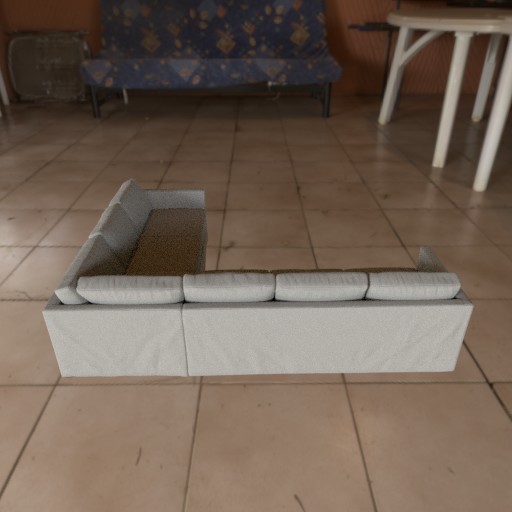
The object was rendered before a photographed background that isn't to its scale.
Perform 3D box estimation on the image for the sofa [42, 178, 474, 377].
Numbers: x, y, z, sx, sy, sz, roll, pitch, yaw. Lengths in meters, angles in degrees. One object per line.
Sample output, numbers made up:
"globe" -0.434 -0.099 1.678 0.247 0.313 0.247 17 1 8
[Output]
"sofa" 0.000 0.000 4.402 3.182 0.871 2.432 -1 30 -1
